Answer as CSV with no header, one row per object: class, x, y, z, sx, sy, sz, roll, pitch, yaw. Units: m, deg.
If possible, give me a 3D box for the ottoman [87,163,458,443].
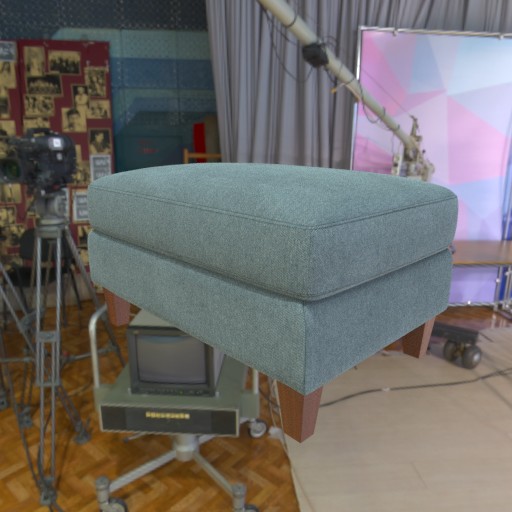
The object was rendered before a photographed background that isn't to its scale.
ottoman,0.000,0.000,1.208,0.584,0.483,0.864,-14,21,-42
